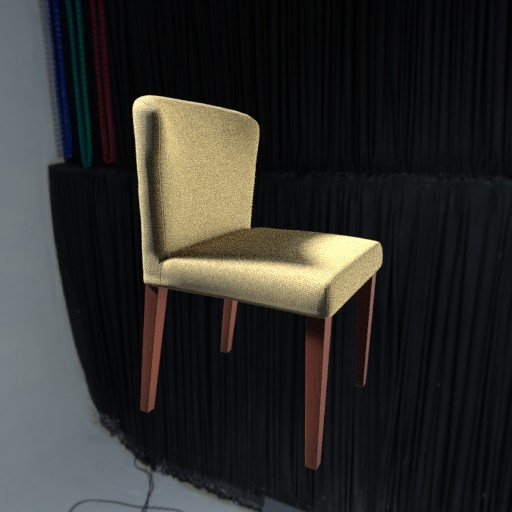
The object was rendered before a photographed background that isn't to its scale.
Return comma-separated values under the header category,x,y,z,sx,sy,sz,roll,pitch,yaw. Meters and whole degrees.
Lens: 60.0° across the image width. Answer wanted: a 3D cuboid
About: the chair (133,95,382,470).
category,x,y,z,sx,sy,sz,roll,pitch,yaw
chair,0.000,0.000,1.204,0.589,0.839,0.491,7,15,27
